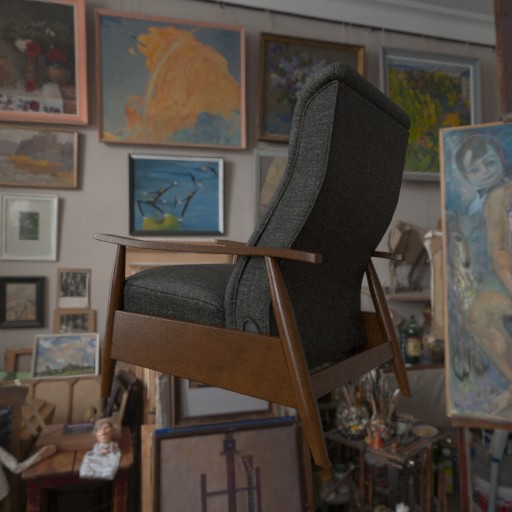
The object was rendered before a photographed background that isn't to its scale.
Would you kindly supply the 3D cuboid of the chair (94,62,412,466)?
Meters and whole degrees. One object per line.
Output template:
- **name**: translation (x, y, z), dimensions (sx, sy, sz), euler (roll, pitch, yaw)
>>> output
- **chair**: translation (0.000, 0.000, 1.717), dimensions (1.014, 1.082, 0.762), euler (0, 0, 36)
